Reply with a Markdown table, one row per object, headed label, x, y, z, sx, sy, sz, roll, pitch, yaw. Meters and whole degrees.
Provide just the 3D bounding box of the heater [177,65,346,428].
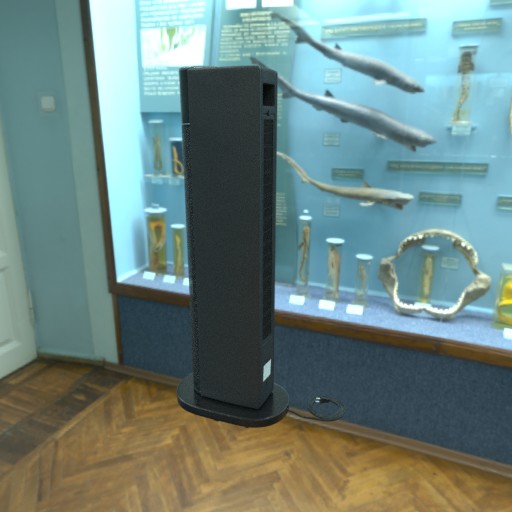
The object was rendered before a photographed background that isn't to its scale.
| label | x | y | z | sx | sy | sz | roll | pitch | yaw |
| --- | --- | --- | --- | --- | --- | --- | --- | --- | --- |
| heater | 0.000 | 0.000 | 1.080 | 0.458 | 0.856 | 0.214 | 8 | 19 | 24 |
